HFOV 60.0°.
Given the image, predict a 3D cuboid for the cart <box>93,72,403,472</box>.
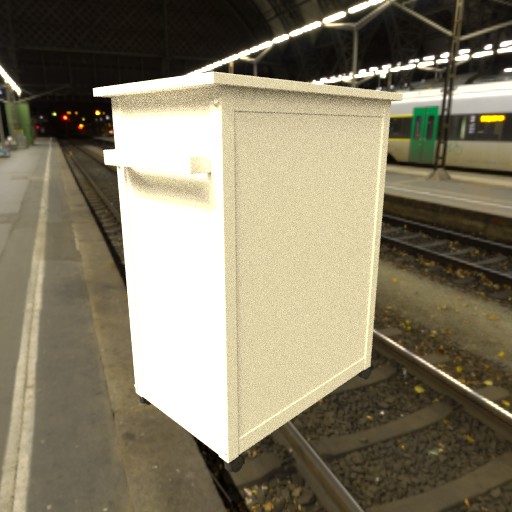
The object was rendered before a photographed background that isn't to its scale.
[{"bbox_3d":[0.000,0.000,1.234,0.442,0.864,0.683,15,22,43],"label":"cart"}]
